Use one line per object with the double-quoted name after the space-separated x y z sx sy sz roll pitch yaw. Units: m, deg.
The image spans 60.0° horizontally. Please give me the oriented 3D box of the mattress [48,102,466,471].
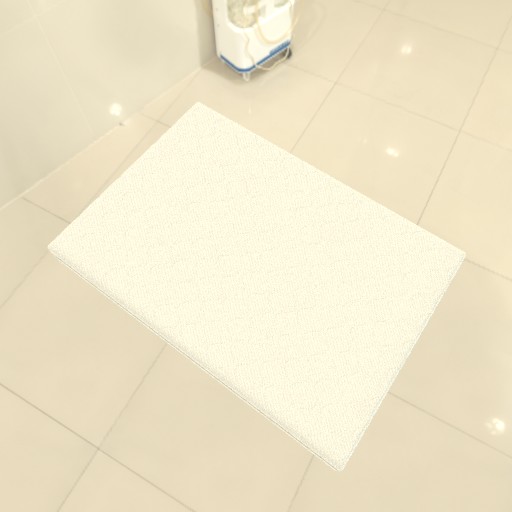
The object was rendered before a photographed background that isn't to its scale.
0.000 0.000 2.624 2.000 0.200 1.400 33 69 15 "mattress"
